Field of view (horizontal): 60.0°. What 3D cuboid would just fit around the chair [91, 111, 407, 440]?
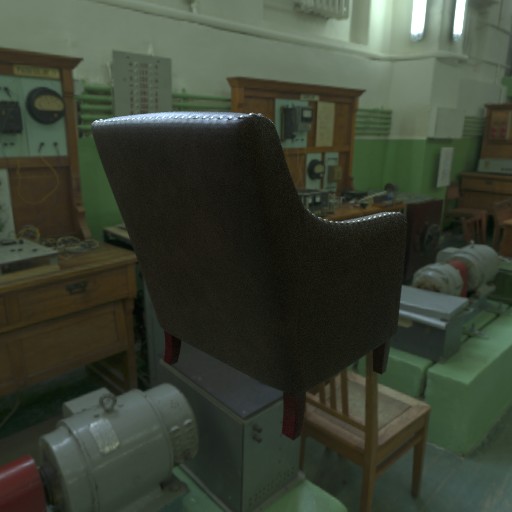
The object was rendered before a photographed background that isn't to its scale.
[{"bbox_3d":[0.000,0.000,1.342,0.639,0.813,0.704,15,21,43],"label":"chair"}]
